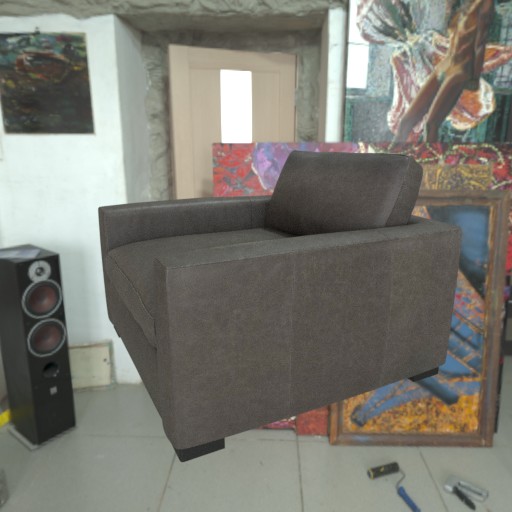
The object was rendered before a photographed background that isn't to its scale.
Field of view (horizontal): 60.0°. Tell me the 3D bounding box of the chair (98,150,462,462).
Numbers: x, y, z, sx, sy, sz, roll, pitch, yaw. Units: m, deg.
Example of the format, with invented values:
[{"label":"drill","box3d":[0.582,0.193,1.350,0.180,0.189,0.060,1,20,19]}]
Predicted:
[{"label":"chair","box3d":[0.000,0.000,1.774,1.080,0.807,1.106,-8,17,-26]}]
